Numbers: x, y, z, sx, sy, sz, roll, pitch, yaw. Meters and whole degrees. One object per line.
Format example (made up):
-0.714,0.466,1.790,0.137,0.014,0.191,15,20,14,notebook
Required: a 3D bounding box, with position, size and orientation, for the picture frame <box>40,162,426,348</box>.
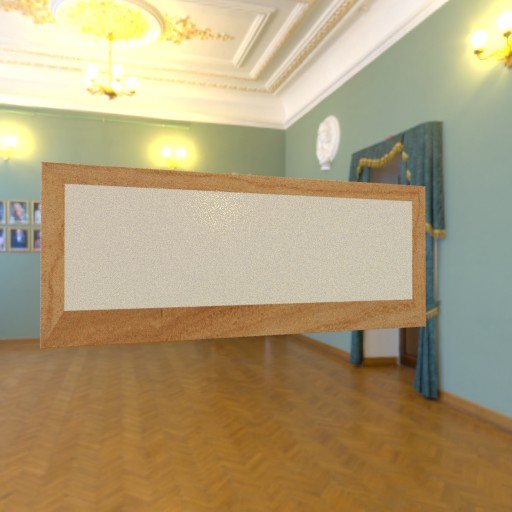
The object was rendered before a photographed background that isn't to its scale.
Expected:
0.000,0.000,0.668,0.582,0.234,0.045,0,-1,-19,picture frame
